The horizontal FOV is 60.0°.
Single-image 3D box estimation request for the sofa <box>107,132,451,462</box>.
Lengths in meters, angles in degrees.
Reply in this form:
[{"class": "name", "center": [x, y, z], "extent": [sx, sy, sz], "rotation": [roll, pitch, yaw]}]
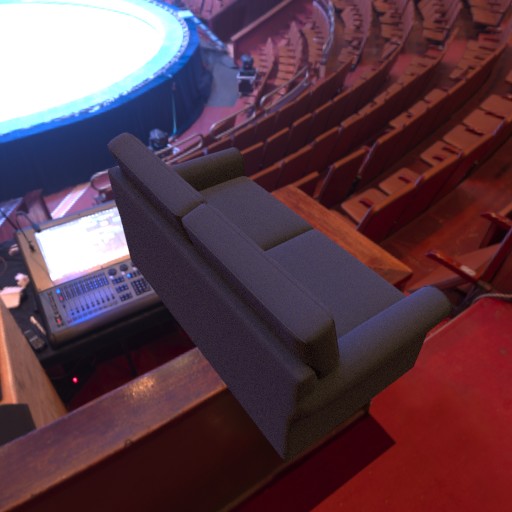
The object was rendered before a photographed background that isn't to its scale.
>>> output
[{"class": "sofa", "center": [0.000, 0.000, 2.552], "extent": [0.940, 1.020, 1.930], "rotation": [-26, 48, -26]}]
